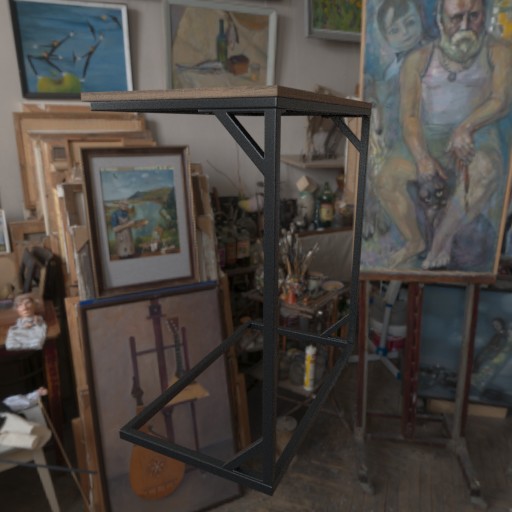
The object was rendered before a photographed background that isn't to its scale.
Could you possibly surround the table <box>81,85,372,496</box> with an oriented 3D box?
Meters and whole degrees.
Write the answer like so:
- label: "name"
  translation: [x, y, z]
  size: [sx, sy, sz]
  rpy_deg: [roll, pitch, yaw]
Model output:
- label: "table"
  translation: [0.000, 0.000, 1.007]
  size: [0.351, 0.673, 0.597]
  rpy_deg: [8, 18, 25]
